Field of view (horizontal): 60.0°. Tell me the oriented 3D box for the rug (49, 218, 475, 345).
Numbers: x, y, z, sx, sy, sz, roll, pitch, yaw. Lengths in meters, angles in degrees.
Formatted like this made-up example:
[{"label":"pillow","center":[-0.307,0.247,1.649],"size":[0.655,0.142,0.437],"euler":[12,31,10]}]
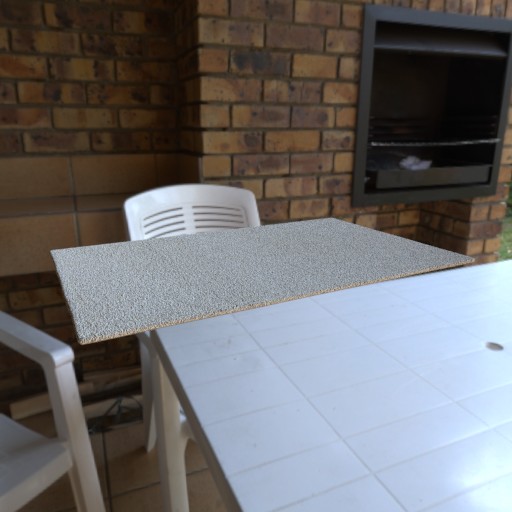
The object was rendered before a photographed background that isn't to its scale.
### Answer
[{"label":"rug","center":[0.000,0.000,2.982],"size":[2.438,0.030,1.524],"euler":[-9,18,-27]}]
